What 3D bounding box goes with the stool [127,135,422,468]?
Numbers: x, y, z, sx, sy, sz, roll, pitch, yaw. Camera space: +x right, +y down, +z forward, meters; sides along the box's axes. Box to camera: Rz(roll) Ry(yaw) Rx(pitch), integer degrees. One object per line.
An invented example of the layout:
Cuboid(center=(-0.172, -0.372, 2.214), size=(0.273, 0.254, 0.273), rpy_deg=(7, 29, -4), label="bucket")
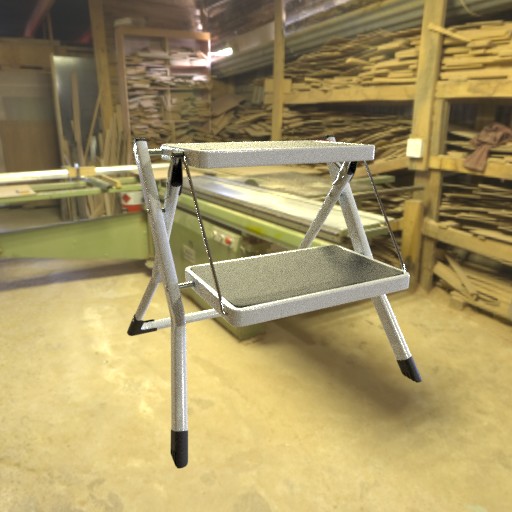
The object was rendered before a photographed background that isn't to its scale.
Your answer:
Cuboid(center=(0.000, 0.000, 0.858), size=(0.485, 0.445, 0.490), rpy_deg=(-9, 19, -26), label="stool")
